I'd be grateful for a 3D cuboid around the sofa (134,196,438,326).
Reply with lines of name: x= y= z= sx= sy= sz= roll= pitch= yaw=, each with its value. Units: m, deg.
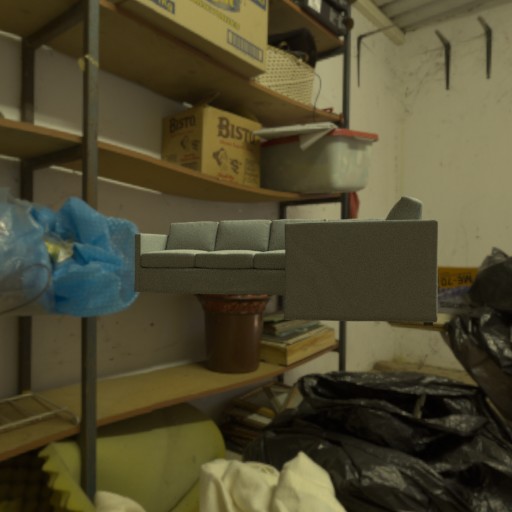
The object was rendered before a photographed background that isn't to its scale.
sofa: x=0.000 y=0.000 z=4.439 sx=3.182 sy=0.871 sz=2.432 roll=0 pitch=1 yaw=17
